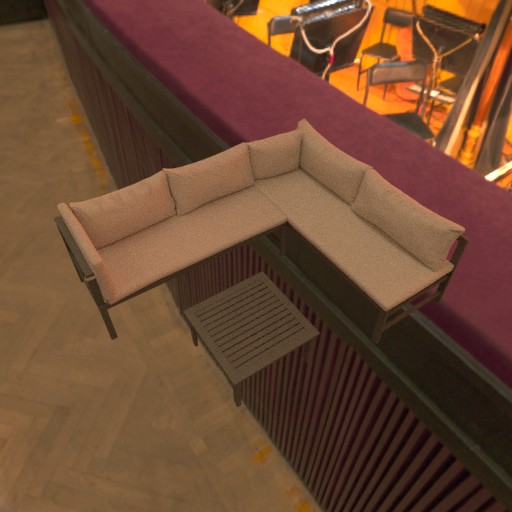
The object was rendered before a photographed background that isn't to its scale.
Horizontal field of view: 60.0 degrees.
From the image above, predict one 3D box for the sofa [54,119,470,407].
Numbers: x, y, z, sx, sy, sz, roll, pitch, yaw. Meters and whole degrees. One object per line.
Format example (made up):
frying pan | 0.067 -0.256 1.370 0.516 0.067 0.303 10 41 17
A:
sofa | 0.000 0.000 3.004 2.096 0.758 1.658 -26 51 -23
